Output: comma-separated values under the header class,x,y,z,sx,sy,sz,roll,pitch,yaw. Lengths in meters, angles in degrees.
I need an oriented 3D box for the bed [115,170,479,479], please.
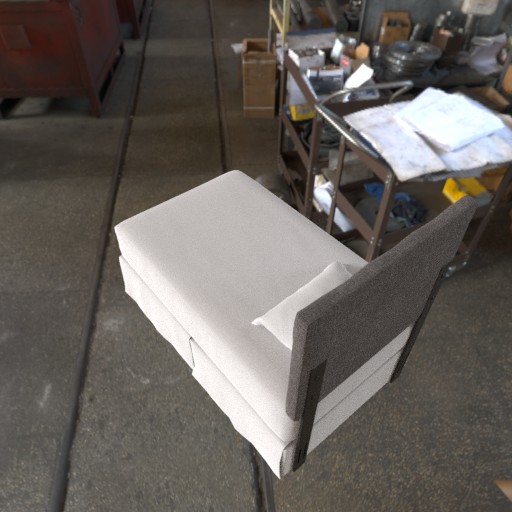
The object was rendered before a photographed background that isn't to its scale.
class,x,y,z,sx,sy,sz,roll,pitch,yaw
bed,0.000,0.000,2.925,1.261,1.571,1.997,-30,53,-26
